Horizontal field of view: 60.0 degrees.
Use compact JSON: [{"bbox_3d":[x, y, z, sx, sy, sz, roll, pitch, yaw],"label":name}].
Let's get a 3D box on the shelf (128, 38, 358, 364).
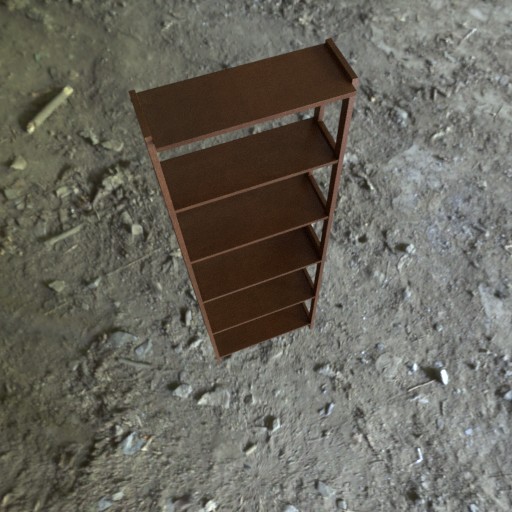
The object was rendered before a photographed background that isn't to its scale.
[{"bbox_3d":[0.000,0.000,2.113,0.660,1.892,0.382,-19,65,-9],"label":"shelf"}]
